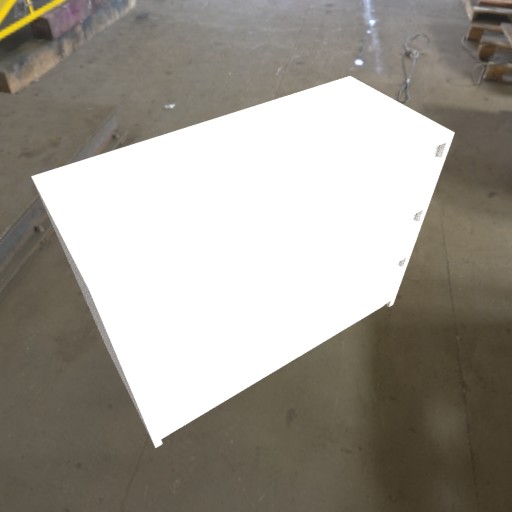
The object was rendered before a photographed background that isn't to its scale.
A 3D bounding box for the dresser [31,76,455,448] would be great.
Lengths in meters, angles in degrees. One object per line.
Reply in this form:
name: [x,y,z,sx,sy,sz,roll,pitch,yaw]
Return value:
dresser: [0.000,0.000,1.525,1.100,0.820,0.460,-25,51,-22]
